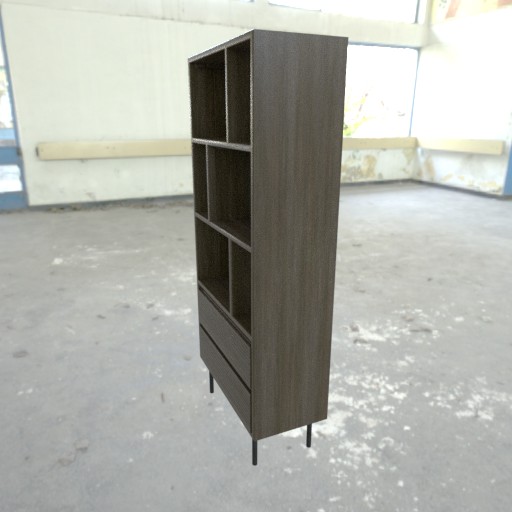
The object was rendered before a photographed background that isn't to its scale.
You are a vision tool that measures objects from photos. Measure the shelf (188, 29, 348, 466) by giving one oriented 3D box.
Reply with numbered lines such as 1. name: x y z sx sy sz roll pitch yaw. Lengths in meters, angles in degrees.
1. shelf: 0.000 0.000 1.809 0.323 1.545 0.670 -7 19 -23
